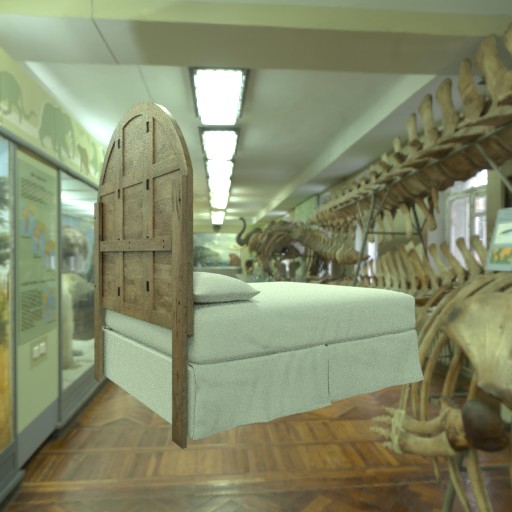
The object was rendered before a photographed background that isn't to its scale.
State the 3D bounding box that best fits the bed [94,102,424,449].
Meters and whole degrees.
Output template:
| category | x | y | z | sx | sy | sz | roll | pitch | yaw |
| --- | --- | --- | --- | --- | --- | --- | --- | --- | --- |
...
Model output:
| category | x | y | z | sx | sy | sz | roll | pitch | yaw |
| --- | --- | --- | --- | --- | --- | --- | --- | --- | --- |
| bed | 0.000 | 0.000 | 3.580 | 2.112 | 2.002 | 1.713 | 0 | 0 | -36 |
